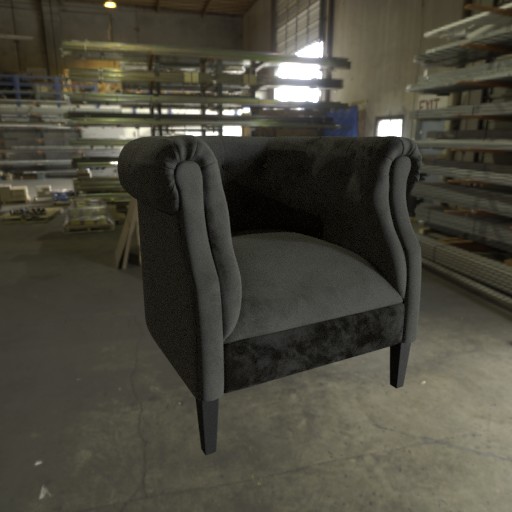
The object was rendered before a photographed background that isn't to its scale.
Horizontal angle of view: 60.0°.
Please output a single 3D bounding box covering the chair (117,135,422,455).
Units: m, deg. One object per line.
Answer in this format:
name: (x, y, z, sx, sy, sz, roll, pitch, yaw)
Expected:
chair: (0.000, 0.000, 1.566, 0.904, 0.826, 0.851, -8, 17, -27)
